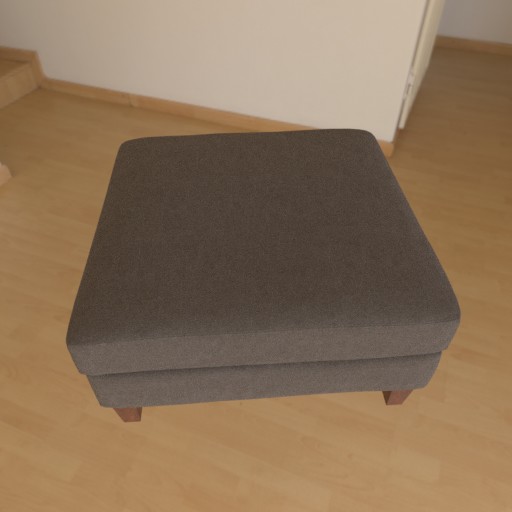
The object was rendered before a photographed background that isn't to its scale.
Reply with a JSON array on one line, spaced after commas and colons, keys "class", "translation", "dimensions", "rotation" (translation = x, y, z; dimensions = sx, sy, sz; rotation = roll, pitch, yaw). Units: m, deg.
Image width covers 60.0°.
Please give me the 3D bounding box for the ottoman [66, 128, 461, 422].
[{"class": "ottoman", "translation": [0.000, 0.000, 1.371], "dimensions": [0.881, 0.482, 0.861], "rotation": [-3, 45, -3]}]
